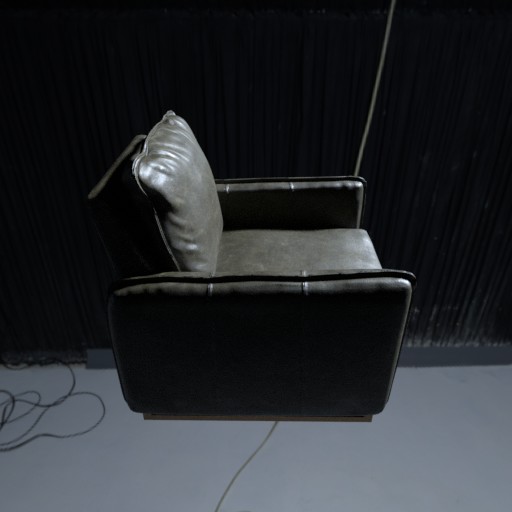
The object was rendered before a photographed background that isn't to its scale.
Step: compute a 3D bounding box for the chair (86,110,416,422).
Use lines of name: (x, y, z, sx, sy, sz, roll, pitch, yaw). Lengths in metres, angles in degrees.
chair: (0.000, 0.000, 1.608, 0.921, 0.921, 0.830, 0, 32, 1)
